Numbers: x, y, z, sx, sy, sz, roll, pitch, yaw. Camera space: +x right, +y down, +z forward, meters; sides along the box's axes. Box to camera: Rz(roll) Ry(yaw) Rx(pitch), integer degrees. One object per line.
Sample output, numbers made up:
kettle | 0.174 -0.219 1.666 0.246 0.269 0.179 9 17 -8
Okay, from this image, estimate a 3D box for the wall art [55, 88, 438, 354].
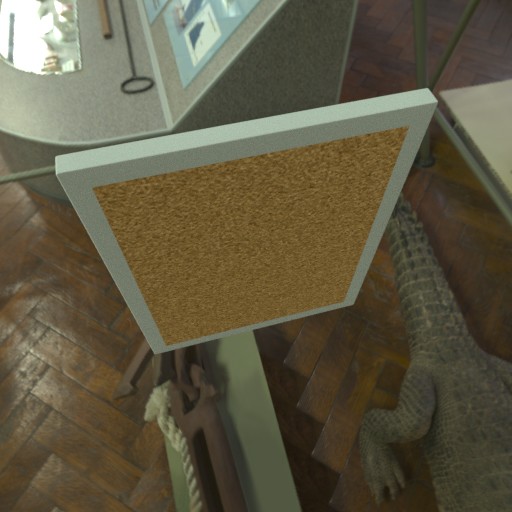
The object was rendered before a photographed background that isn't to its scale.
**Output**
wall art | 0.000 0.000 0.749 0.454 0.556 0.028 -13 58 -8
